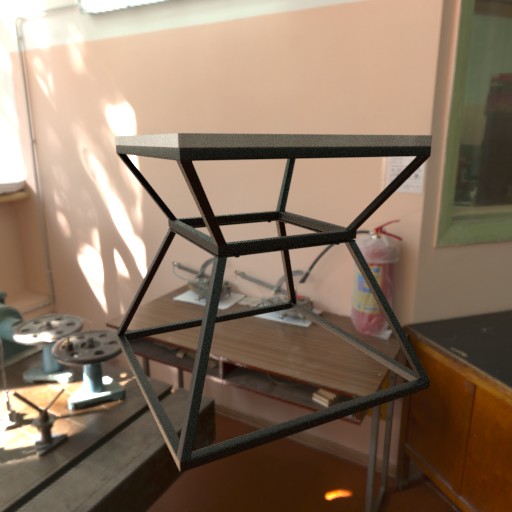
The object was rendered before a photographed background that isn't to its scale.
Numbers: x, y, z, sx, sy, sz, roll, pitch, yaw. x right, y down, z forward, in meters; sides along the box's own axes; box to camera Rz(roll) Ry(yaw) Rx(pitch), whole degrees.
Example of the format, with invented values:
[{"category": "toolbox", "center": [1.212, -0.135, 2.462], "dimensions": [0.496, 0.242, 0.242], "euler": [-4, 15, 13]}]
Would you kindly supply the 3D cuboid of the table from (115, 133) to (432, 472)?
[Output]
[{"category": "table", "center": [0.000, 0.000, 0.823], "dimensions": [0.455, 0.431, 0.455], "euler": [-7, 16, -26]}]
